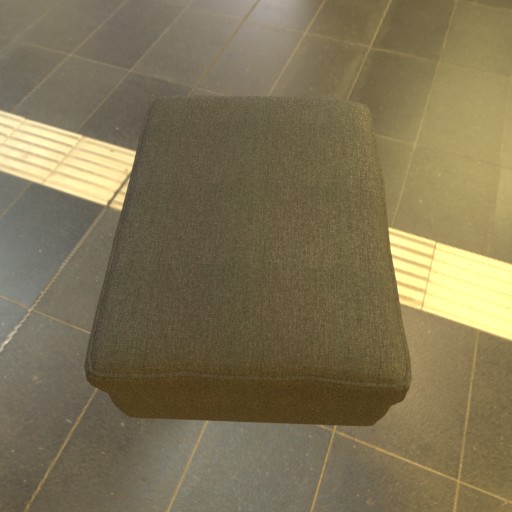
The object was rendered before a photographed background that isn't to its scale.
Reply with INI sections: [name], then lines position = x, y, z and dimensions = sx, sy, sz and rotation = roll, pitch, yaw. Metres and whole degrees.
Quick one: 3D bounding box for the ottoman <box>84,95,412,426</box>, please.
[ottoman]
position = 0.000, 0.000, 1.188
dimensions = 0.639, 0.496, 0.826
rotation = 2, 57, 1
